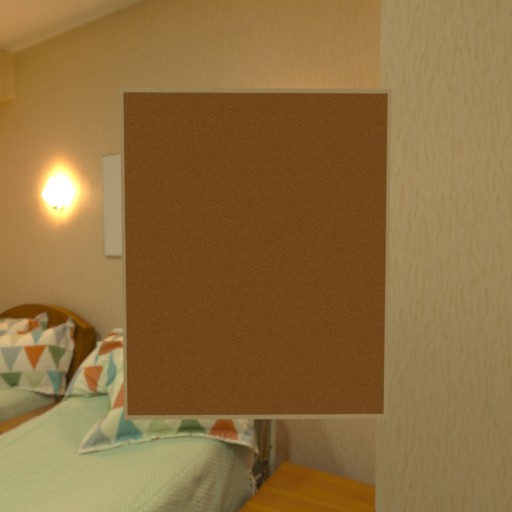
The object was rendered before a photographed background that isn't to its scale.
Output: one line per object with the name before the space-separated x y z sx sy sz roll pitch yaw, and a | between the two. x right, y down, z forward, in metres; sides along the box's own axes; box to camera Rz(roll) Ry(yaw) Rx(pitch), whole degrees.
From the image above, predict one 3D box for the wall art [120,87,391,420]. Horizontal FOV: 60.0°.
wall art | 0.000 0.000 0.748 0.443 0.549 0.030 0 2 -1
